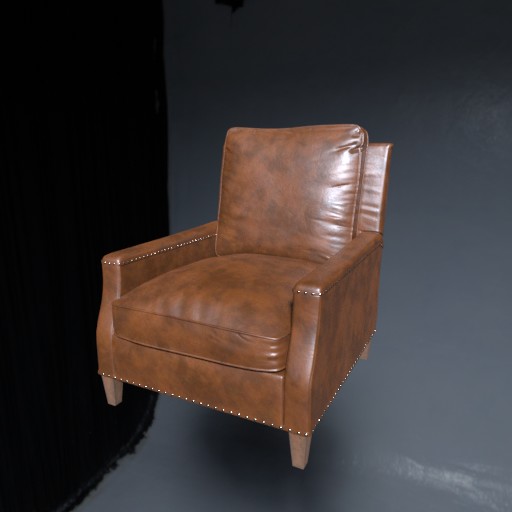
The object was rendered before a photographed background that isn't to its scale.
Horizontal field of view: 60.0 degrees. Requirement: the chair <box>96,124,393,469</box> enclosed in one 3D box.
[{"bbox_3d":[0.000,0.000,1.808,0.854,1.054,1.035,7,15,26],"label":"chair"}]
